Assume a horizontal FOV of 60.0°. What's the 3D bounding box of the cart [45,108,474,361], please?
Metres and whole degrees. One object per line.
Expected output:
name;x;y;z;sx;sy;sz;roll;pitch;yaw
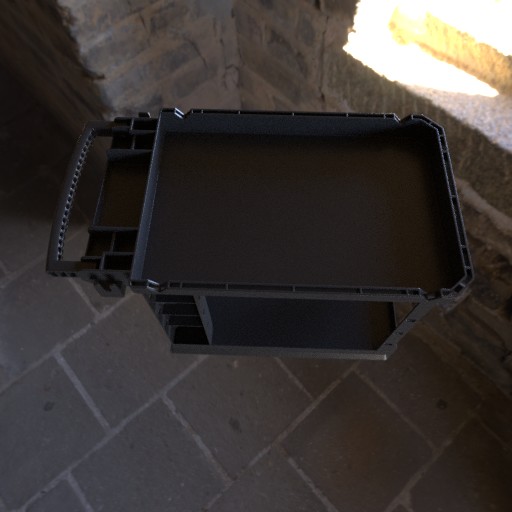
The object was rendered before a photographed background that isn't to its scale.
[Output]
cart;0.000;0.000;1.762;1.239;0.884;0.674;2;63;1
